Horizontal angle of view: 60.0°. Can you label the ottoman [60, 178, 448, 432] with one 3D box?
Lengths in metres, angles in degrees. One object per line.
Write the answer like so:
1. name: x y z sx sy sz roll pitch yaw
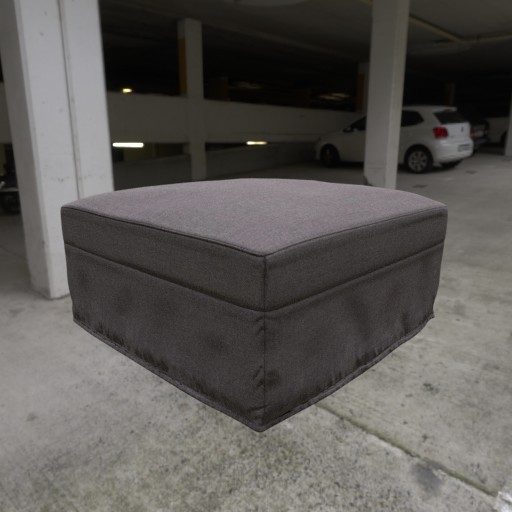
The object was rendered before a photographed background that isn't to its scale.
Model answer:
1. ottoman: 0.000 0.000 1.345 0.843 0.436 0.840 14 20 42
